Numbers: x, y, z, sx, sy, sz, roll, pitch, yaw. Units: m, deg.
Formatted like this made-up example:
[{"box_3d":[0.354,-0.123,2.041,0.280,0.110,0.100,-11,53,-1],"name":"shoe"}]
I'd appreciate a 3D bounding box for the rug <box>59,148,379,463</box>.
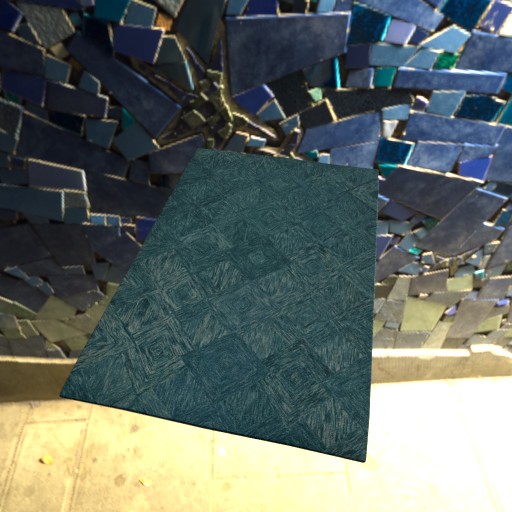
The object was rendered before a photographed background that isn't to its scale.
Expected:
[{"box_3d":[0.000,0.000,2.145,1.136,0.017,1.728,9,46,8],"name":"rug"}]
